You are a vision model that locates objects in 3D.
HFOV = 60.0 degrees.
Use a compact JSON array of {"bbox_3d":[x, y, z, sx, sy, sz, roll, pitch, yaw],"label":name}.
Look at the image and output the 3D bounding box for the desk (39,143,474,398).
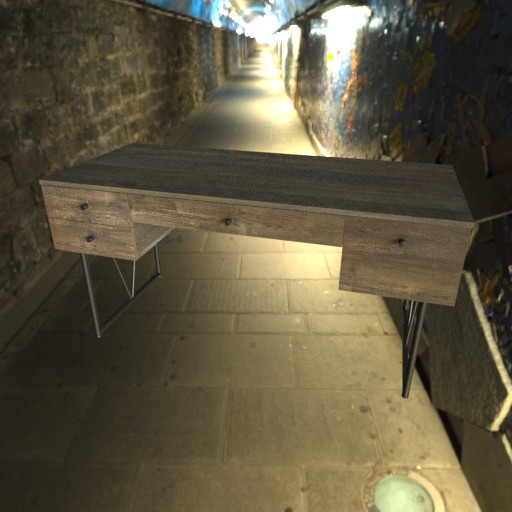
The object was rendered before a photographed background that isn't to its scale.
[{"bbox_3d":[0.000,0.000,2.031,1.600,0.780,0.730,7,27,15],"label":"desk"}]
